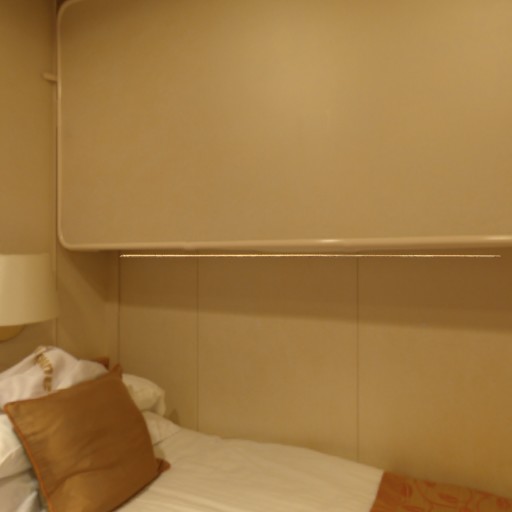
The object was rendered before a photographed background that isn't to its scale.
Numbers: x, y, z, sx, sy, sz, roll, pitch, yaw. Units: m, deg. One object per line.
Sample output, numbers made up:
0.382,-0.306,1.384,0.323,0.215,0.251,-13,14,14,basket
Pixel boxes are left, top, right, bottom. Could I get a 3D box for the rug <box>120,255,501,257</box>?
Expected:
0.000,0.000,4.222,2.452,0.020,3.365,0,0,-18,rug
